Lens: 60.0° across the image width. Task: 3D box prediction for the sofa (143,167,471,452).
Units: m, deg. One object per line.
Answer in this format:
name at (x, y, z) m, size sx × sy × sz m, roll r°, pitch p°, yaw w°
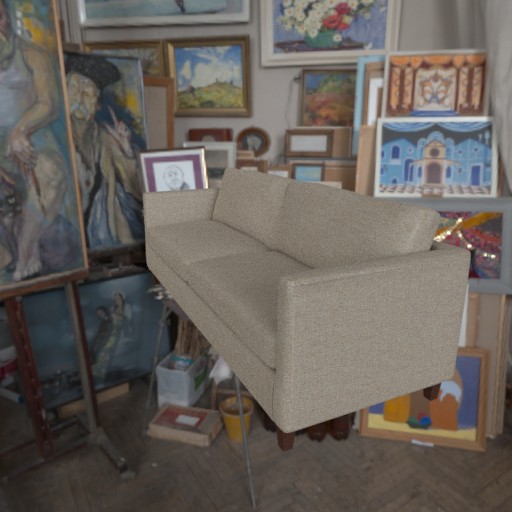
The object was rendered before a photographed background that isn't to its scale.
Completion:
sofa at (0.000, 0.000, 2.841) m, size 0.951 × 0.965 × 2.434 m, roll -8°, pitch 18°, yaw -25°
